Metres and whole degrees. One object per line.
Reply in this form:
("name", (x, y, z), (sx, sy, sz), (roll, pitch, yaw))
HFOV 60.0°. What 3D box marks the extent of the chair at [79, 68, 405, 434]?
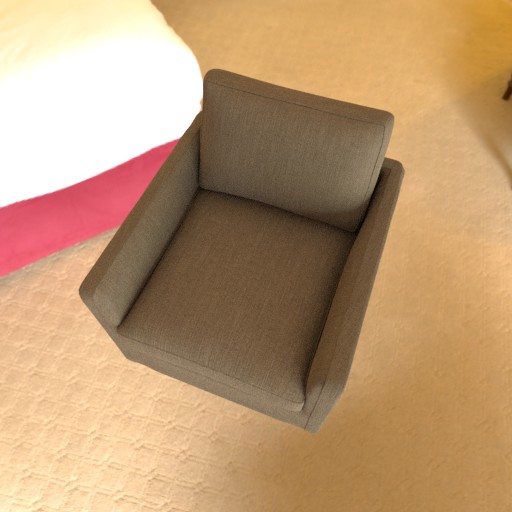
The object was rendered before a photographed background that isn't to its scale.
("chair", (0.000, 0.000, 1.482), (0.763, 0.811, 0.834), (18, 60, 11))
